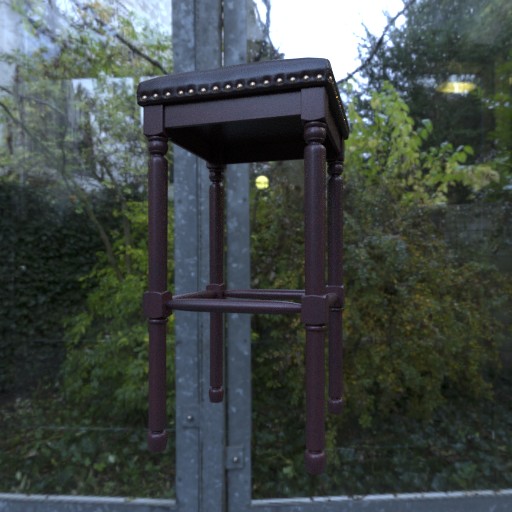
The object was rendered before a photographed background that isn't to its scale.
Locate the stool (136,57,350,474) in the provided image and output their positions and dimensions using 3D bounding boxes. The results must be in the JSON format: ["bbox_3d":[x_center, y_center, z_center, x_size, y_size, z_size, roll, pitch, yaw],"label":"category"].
[{"bbox_3d":[0.000,0.000,0.989,0.382,0.768,0.383,0,-1,17],"label":"stool"}]
